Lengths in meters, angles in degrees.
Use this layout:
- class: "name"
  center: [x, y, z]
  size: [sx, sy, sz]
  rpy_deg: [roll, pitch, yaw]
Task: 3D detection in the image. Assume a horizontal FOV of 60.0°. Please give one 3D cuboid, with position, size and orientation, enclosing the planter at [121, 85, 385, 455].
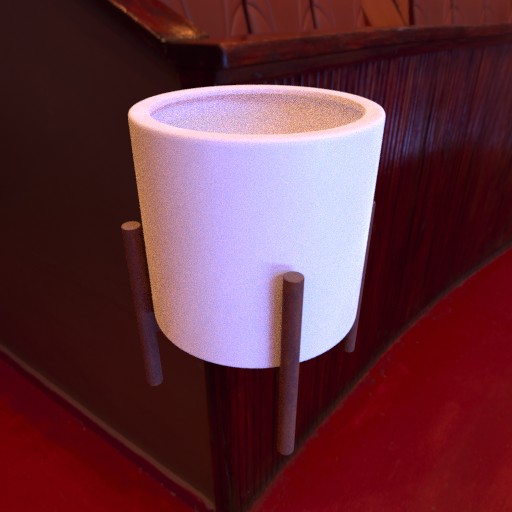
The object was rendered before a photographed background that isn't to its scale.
- class: "planter"
  center: [0.000, 0.000, 0.886]
  size: [0.420, 0.581, 0.421]
  rpy_deg: [19, 35, 29]
